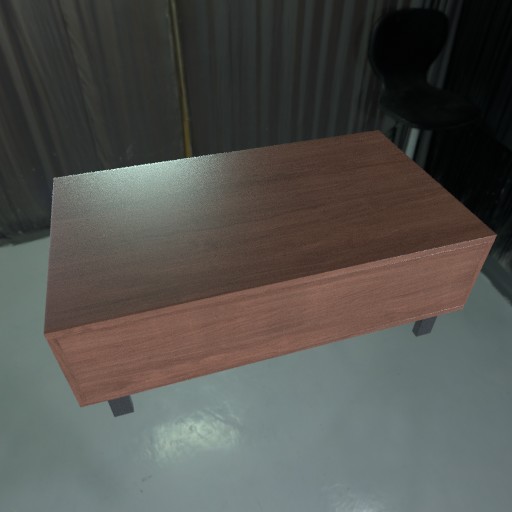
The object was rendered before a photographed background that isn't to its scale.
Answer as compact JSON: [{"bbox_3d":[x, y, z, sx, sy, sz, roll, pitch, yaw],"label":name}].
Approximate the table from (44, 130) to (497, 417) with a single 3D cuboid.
[{"bbox_3d":[0.000,0.000,1.287,1.020,0.380,0.600,-11,43,-13],"label":"table"}]
